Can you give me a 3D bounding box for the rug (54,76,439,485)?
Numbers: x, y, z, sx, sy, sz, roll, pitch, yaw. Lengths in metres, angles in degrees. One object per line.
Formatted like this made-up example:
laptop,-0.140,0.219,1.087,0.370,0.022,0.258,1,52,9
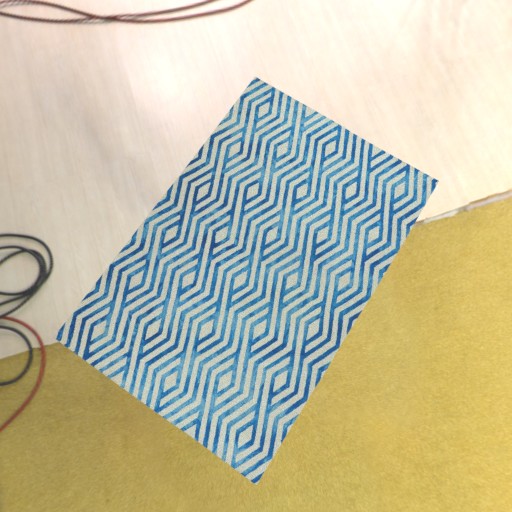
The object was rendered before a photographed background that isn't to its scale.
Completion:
rug,0.000,0.000,2.336,1.225,0.008,1.830,33,77,8
